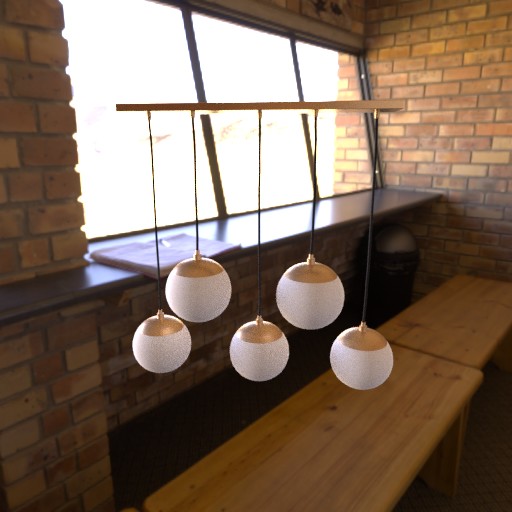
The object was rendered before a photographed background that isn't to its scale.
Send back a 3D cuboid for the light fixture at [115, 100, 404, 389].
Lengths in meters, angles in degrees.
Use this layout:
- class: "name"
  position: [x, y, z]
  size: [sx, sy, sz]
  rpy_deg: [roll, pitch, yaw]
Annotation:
- class: "light fixture"
  position: [0.000, 0.000, 1.338]
  size: [0.863, 0.869, 0.299]
  rpy_deg: [2, 15, 9]
